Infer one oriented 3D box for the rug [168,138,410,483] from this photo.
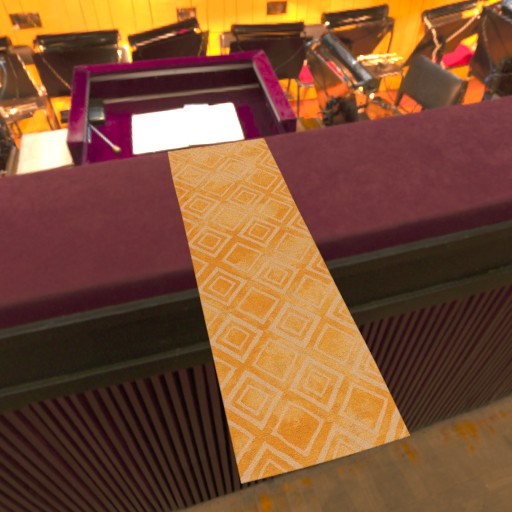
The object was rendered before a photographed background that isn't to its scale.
[{"bbox_3d":[0.000,0.000,2.676,0.775,0.010,2.438,-11,48,-10],"label":"rug"}]
